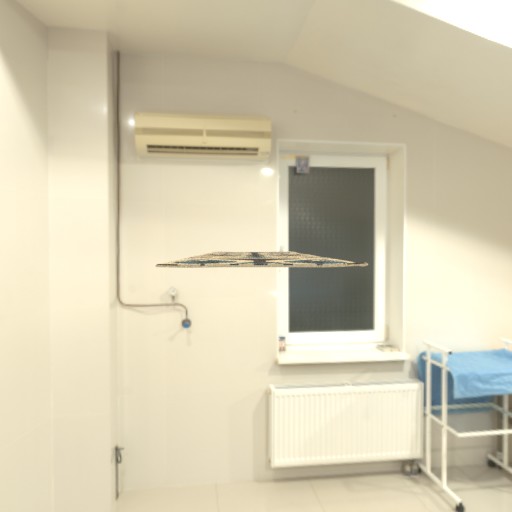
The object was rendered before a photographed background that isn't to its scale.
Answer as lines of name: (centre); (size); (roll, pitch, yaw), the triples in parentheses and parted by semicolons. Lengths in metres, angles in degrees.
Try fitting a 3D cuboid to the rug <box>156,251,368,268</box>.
rug: (0.000, 0.000, 2.576); (0.692, 0.017, 2.301); (0, 1, -1)
